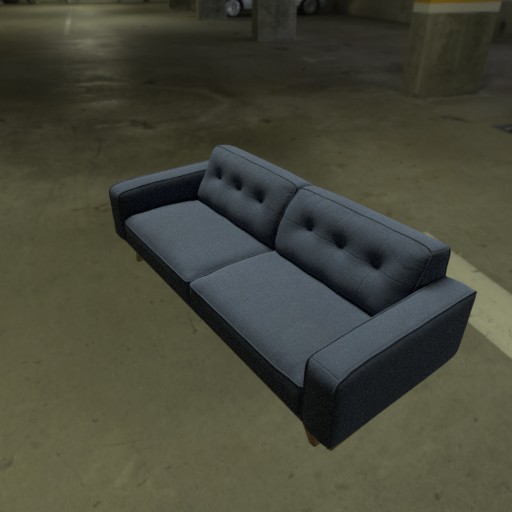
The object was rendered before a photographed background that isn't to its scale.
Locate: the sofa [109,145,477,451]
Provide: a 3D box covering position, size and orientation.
[{"bbox_3d":[0.000,0.000,2.682,0.953,0.782,2.270,-22,38,-30],"label":"sofa"}]
